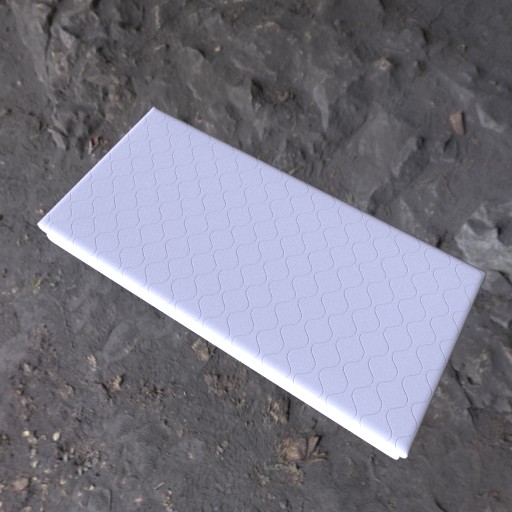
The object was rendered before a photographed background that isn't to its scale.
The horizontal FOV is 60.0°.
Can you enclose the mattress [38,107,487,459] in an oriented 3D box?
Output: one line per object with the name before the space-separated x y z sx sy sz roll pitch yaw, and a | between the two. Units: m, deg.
mattress | 0.000 0.000 2.120 1.900 0.200 0.900 29 67 14
